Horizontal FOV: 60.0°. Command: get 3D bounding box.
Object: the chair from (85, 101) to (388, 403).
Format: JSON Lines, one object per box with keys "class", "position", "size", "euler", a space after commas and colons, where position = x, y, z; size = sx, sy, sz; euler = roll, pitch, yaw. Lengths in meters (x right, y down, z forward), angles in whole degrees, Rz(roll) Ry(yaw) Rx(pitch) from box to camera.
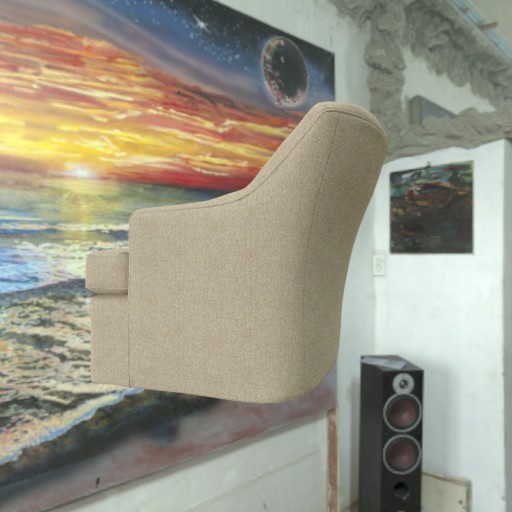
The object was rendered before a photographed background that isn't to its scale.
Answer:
{"class": "chair", "position": [0.000, 0.000, 1.617], "size": [0.923, 0.856, 0.864], "euler": [0, 0, 18]}
